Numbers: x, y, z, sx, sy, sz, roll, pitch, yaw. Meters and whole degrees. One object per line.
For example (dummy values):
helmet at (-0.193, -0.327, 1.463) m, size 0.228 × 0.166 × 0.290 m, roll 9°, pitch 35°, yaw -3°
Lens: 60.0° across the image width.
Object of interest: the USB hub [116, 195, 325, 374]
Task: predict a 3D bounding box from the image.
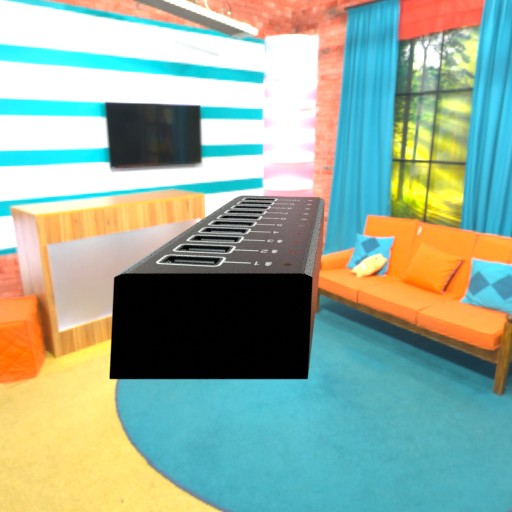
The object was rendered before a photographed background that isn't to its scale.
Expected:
USB hub at (0.000, 0.000, 0.157) m, size 0.044 × 0.023 × 0.145 m, roll 3°, pitch 16°, yaw 9°
